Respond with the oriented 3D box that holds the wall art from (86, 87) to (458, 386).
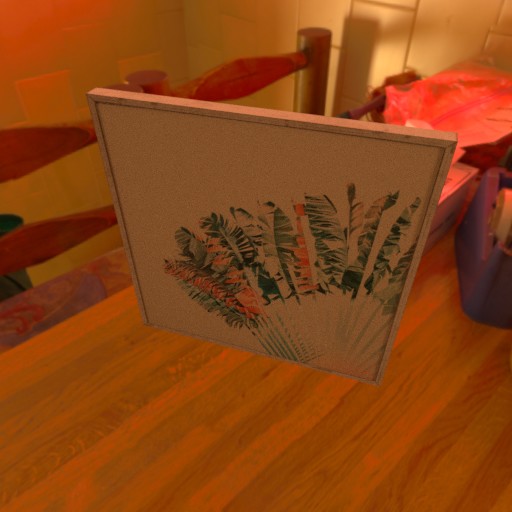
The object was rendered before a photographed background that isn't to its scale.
[{"bbox_3d":[0.000,0.000,1.129,0.760,0.757,0.038,12,42,13],"label":"wall art"}]
